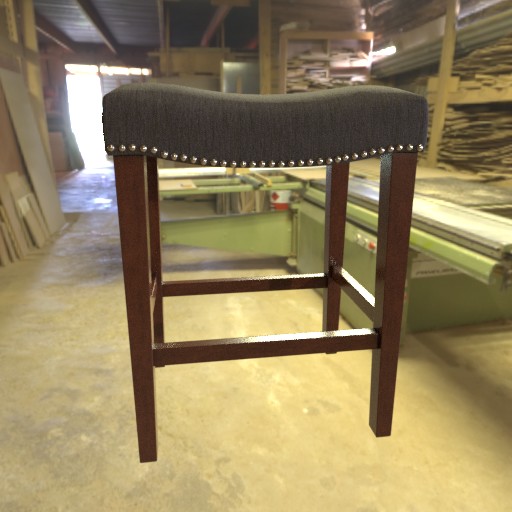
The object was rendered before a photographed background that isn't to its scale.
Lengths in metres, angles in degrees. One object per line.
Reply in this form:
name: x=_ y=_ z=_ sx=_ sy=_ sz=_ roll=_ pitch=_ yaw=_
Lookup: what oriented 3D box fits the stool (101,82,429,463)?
stool: x=0.000 y=0.000 z=0.910 sx=0.504 sy=0.654 sz=0.372 roll=-3 pitch=17 yaw=-8
